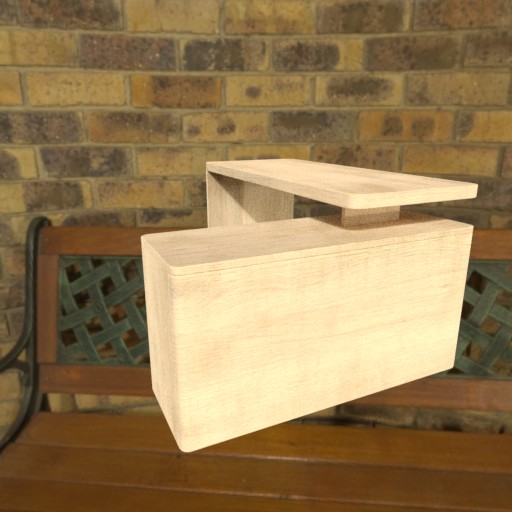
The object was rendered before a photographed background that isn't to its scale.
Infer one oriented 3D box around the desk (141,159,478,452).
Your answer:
[{"bbox_3d":[0.000,0.000,2.092,1.175,0.770,1.400,-8,18,-25],"label":"desk"}]
